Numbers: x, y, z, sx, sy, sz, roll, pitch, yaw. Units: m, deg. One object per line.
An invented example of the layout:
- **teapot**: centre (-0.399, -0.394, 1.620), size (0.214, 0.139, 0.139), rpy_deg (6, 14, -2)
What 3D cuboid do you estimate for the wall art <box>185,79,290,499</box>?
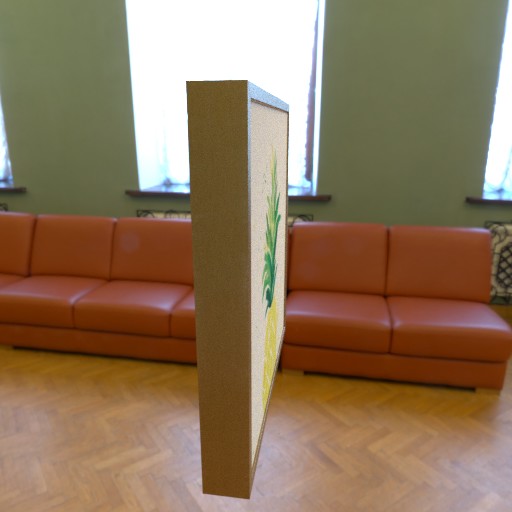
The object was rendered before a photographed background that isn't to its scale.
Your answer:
- **wall art**: centre (0.000, 0.000, 0.449), size (0.038, 0.305, 0.306), rpy_deg (3, 16, 9)
